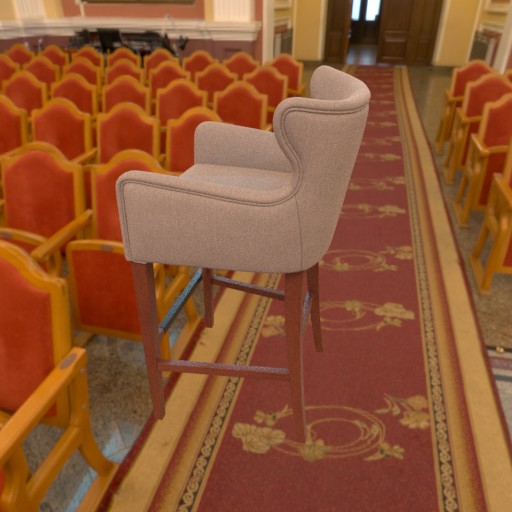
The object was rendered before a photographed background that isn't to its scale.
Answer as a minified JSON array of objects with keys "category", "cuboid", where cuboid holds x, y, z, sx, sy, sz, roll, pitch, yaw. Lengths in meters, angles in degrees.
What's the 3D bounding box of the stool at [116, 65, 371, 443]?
[{"category":"stool","cuboid":[0.000,0.000,1.381,0.575,1.047,0.575,7,31,13]}]
